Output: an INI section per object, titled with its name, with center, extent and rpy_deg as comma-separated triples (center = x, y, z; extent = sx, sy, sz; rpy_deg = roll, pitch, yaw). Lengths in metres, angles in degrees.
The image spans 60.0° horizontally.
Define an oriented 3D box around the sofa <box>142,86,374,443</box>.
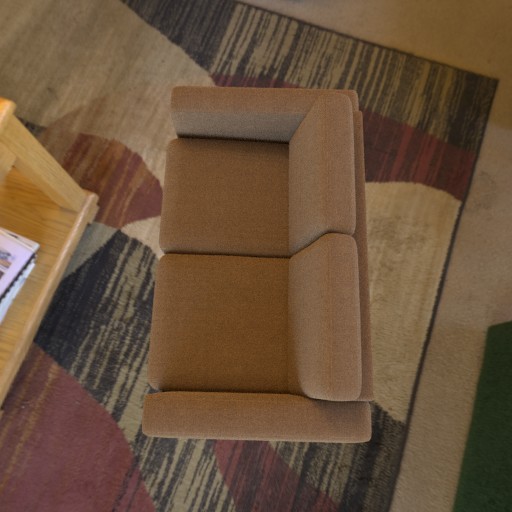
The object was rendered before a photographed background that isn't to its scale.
[sofa]
center = 0.000, 0.000, 2.003
extent = 0.900, 0.800, 1.520
rpy_deg = 1, 75, 0
